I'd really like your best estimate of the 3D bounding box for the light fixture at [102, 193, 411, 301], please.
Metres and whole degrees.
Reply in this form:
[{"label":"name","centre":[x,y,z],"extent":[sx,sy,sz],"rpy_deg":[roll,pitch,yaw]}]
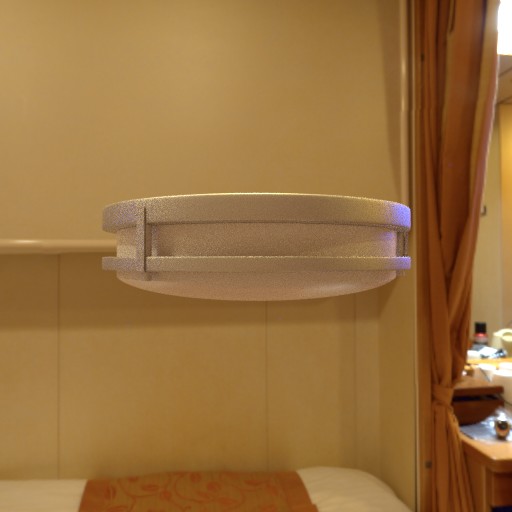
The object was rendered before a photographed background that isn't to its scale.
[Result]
[{"label":"light fixture","centre":[0.000,0.000,0.539],"extent":[0.356,0.102,0.356],"rpy_deg":[0,0,0]}]
